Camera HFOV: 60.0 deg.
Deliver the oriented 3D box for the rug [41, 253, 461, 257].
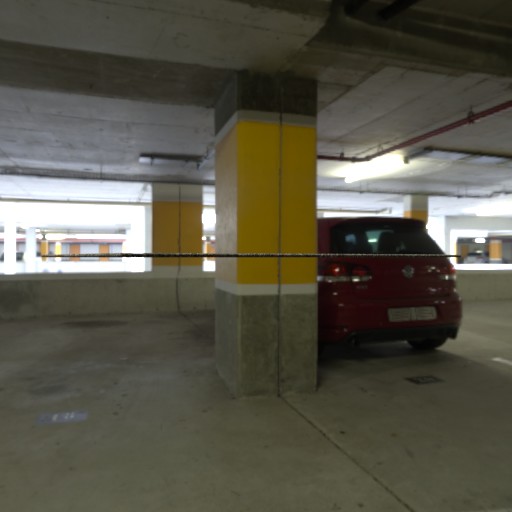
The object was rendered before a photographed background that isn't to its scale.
[{"bbox_3d":[0.000,0.000,2.892,2.298,0.017,1.501,0,0,-36],"label":"rug"}]
